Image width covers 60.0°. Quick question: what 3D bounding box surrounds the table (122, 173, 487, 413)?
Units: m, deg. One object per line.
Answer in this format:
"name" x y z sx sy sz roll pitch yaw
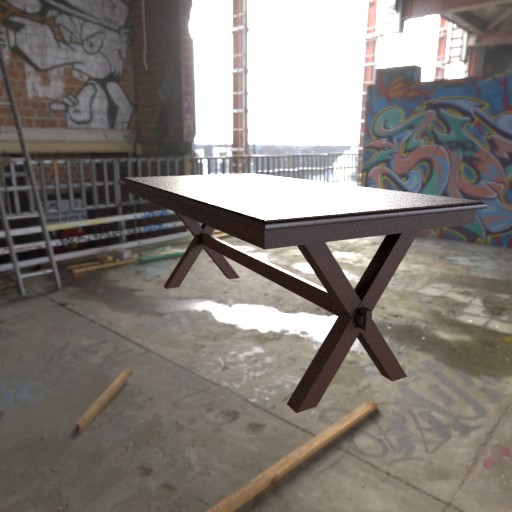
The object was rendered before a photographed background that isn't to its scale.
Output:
"table" 0.000 0.000 1.473 0.594 0.459 1.197 -7 16 -27
